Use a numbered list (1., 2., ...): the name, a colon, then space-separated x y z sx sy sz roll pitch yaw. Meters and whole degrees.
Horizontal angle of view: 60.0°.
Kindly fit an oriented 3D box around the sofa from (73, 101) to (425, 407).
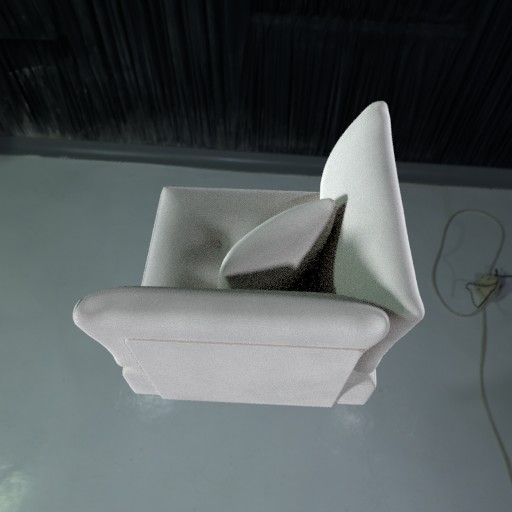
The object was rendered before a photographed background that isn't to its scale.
1. sofa: 0.000 0.000 1.798 1.000 0.820 1.000 2 57 2
